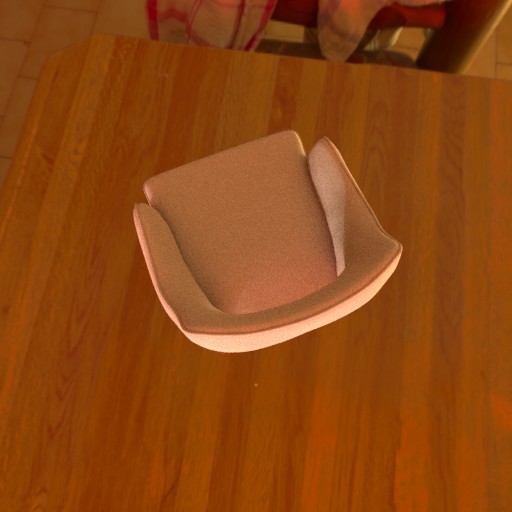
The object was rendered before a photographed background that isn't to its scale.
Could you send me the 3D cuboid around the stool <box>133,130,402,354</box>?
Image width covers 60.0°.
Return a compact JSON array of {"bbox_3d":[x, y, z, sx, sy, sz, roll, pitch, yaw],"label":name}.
[{"bbox_3d":[0.000,0.000,1.292,0.550,0.936,0.560,-21,75,-6],"label":"stool"}]
